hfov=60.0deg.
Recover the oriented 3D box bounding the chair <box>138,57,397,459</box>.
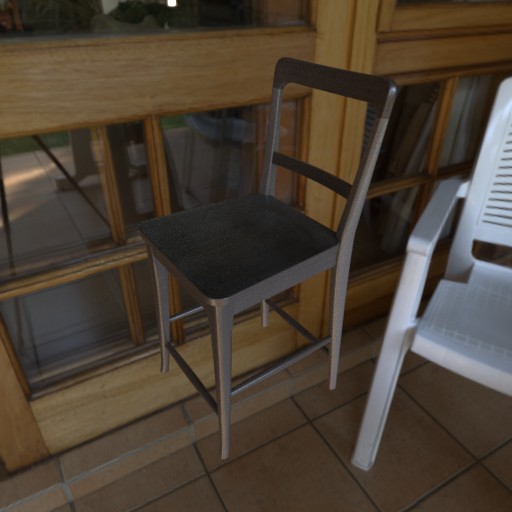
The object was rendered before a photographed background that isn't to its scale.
[{"bbox_3d":[0.000,0.000,1.299,0.546,0.991,0.450,-21,38,-29],"label":"chair"}]
